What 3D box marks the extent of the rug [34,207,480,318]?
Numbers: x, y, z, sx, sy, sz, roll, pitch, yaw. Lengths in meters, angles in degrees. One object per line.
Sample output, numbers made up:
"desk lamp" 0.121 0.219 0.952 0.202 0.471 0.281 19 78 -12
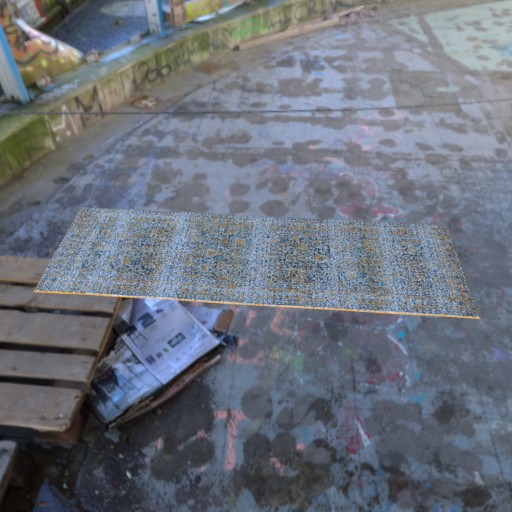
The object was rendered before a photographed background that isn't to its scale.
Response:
"rug" 0.000 0.000 2.513 2.294 0.014 0.704 3 45 3
